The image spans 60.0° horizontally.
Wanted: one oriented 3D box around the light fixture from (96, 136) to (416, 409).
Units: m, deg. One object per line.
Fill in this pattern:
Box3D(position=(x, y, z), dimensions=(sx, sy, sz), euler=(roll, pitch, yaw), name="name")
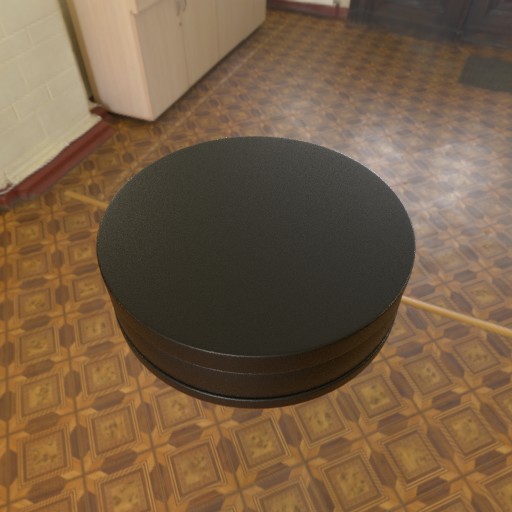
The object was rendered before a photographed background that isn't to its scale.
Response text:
Box3D(position=(0.000, 0.000, 0.434), dimensions=(0.283, 0.097, 0.283), euler=(0, 47, 0), name="light fixture")
